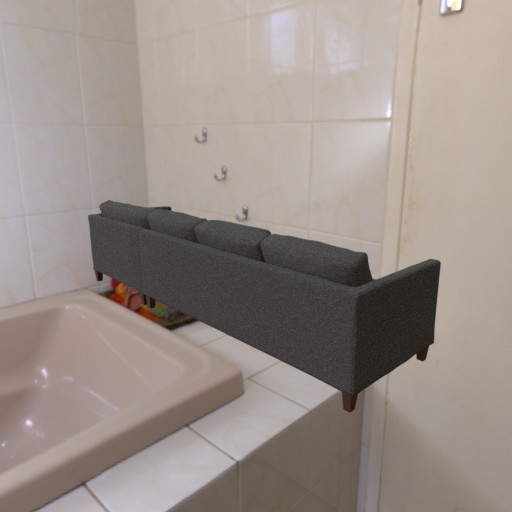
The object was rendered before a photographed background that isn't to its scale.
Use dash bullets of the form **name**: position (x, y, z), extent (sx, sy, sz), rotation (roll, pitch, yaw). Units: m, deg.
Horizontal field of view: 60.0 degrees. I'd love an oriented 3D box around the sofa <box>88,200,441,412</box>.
- **sofa**: position (0.000, 0.000, 3.879), extent (1.625, 0.846, 3.186), rotation (-14, 20, -42)
